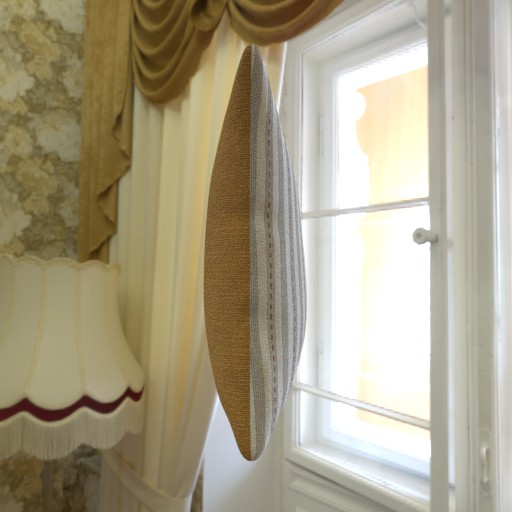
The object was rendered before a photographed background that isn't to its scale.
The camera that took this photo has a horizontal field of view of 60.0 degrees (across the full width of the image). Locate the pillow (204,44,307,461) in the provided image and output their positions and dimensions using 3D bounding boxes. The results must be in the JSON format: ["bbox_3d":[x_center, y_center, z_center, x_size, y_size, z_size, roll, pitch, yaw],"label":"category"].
[{"bbox_3d":[0.000,0.000,0.664,0.147,0.437,0.432,0,-2,-1],"label":"pillow"}]
